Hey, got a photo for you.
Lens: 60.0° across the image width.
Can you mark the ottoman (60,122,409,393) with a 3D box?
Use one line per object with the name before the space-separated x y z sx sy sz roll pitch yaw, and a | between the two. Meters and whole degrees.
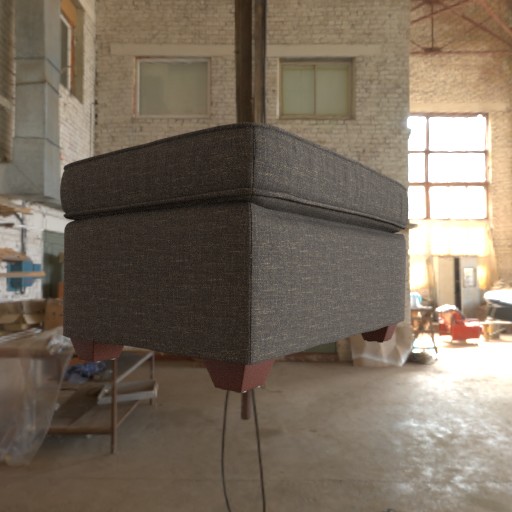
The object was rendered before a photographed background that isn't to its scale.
ottoman | 0.000 0.000 1.078 0.549 0.450 0.749 -1 -2 36
